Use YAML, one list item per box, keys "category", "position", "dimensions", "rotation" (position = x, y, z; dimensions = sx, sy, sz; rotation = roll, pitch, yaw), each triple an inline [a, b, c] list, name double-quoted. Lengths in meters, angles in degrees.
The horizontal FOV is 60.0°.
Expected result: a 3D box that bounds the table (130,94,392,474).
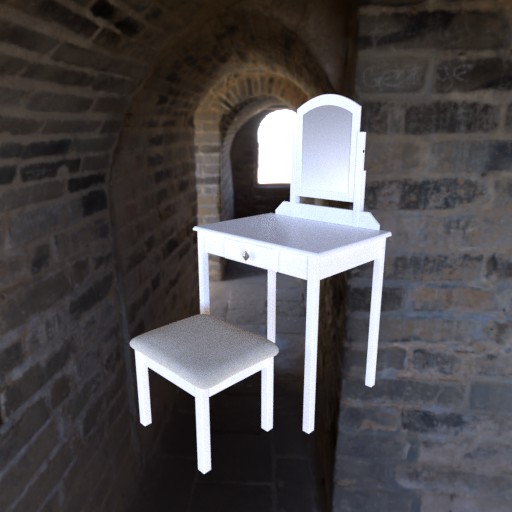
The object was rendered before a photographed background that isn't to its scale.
- category: "table"
  position: [0.000, 0.000, 2.269]
  dimensions: [0.876, 1.631, 1.211]
  rotation: [14, 21, 42]
